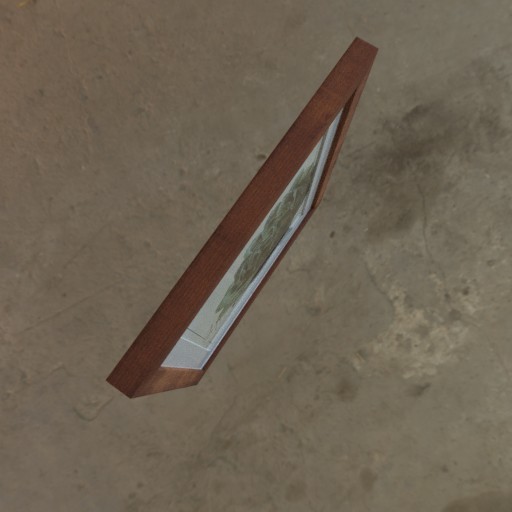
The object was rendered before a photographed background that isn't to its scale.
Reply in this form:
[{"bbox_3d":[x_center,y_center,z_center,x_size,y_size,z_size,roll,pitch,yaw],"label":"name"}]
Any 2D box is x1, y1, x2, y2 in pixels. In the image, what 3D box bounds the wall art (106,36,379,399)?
[{"bbox_3d":[0.000,0.000,0.831,0.037,0.572,0.554,33,78,8],"label":"wall art"}]
